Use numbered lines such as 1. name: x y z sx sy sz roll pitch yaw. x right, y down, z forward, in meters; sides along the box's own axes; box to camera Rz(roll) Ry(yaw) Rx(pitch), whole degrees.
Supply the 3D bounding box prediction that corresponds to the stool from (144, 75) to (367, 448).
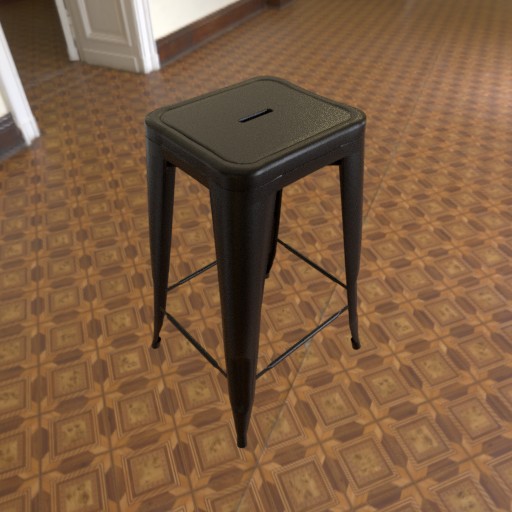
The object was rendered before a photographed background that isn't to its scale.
1. stool: 0.000 0.000 0.910 0.423 0.609 0.455 27 48 27
